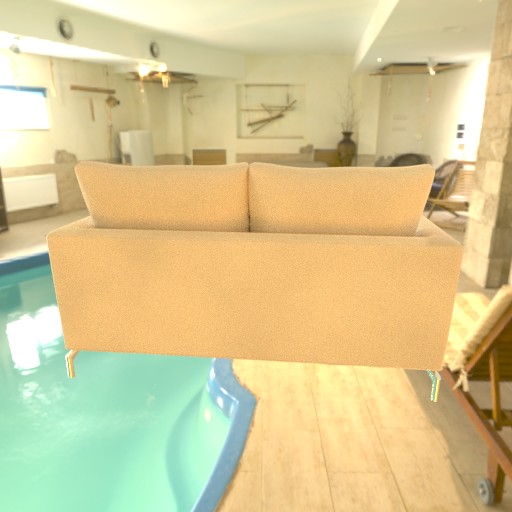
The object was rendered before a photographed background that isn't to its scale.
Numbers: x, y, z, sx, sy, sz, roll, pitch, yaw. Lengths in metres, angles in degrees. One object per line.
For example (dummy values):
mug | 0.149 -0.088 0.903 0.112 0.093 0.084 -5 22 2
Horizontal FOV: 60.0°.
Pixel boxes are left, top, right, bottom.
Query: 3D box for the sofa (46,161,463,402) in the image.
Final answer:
sofa | 0.000 0.000 2.294 1.739 0.995 0.906 2 16 6
